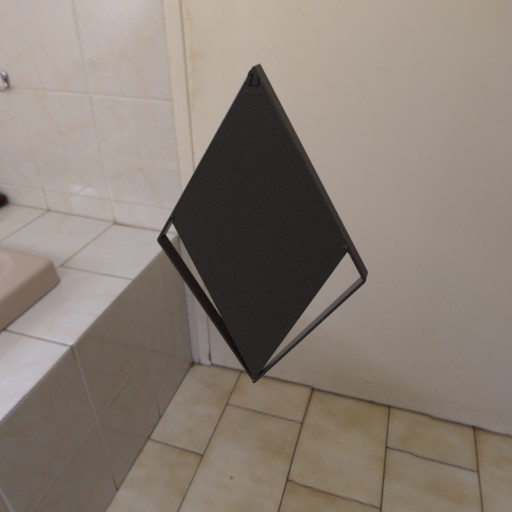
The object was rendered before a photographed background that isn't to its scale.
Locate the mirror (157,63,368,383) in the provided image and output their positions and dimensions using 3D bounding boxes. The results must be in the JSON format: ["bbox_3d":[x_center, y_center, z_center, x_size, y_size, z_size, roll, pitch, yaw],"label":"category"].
[{"bbox_3d":[0.000,0.000,0.848,0.419,0.679,0.032,11,34,17],"label":"mirror"}]
